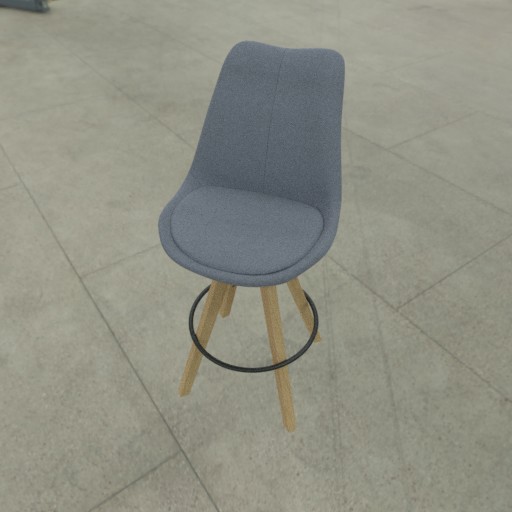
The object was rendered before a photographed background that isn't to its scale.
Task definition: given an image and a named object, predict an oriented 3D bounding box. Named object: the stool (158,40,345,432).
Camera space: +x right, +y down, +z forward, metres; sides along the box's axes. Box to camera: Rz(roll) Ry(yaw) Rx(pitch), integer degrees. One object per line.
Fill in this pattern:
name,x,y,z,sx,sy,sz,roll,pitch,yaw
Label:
stool,0.000,0.000,1.396,0.485,1.115,0.550,13,43,14
